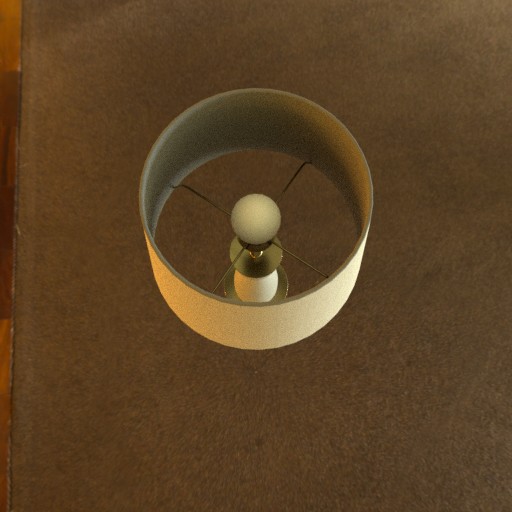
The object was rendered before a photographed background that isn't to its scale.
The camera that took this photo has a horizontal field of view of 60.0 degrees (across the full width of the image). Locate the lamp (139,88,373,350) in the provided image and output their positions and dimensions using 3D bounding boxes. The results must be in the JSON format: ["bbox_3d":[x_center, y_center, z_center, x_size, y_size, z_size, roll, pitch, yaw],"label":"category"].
[{"bbox_3d":[0.000,0.000,0.726,0.309,0.545,0.309,0,75,0],"label":"lamp"}]
